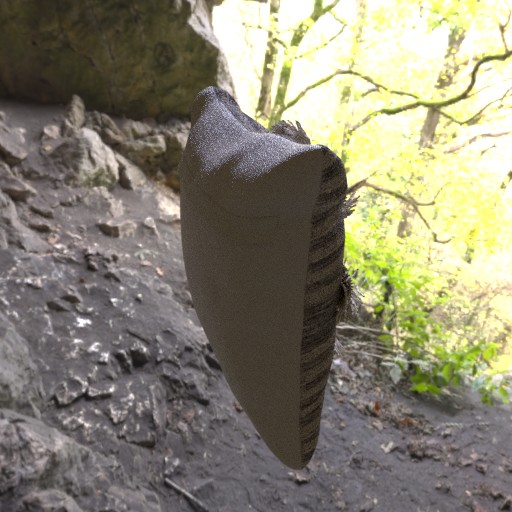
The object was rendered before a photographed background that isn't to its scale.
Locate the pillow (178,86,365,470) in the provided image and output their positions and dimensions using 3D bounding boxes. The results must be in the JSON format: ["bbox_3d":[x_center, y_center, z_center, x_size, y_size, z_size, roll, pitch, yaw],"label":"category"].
[{"bbox_3d":[0.000,0.000,0.750,0.234,0.490,0.484,-9,30,-16],"label":"pillow"}]
